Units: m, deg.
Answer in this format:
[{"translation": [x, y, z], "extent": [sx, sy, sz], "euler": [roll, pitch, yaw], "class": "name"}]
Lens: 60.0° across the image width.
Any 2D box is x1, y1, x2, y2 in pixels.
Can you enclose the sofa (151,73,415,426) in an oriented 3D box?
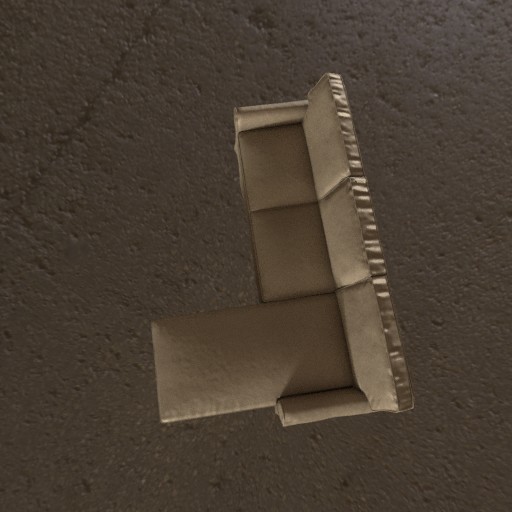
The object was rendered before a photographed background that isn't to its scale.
[{"translation": [0.000, 0.000, 3.391], "extent": [1.733, 0.978, 2.475], "euler": [-8, 76, -2], "class": "sofa"}]
